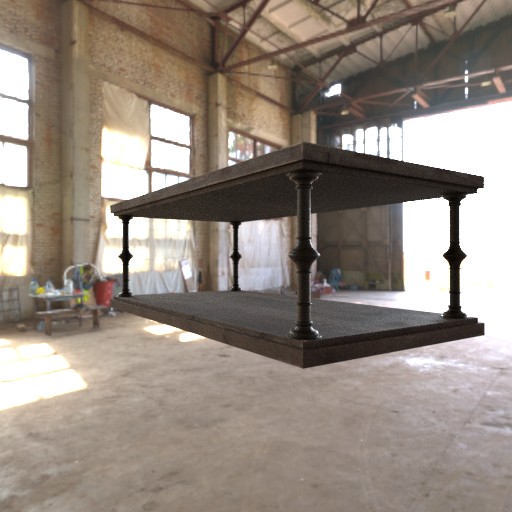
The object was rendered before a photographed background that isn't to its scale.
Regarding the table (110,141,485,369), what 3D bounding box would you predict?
[{"bbox_3d":[0.000,0.000,1.332,0.554,0.373,1.088,0,0,-34],"label":"table"}]
